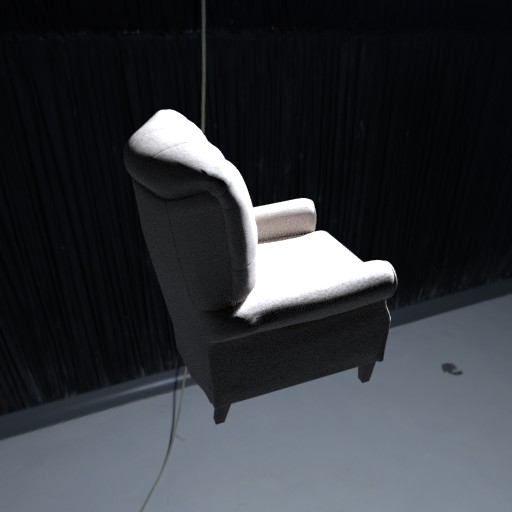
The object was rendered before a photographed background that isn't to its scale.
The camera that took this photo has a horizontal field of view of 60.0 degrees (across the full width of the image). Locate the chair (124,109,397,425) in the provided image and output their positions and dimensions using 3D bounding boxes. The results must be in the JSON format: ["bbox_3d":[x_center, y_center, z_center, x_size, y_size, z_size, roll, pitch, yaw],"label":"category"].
[{"bbox_3d":[0.000,0.000,2.017,1.025,1.209,0.942,-10,32,-18],"label":"chair"}]
